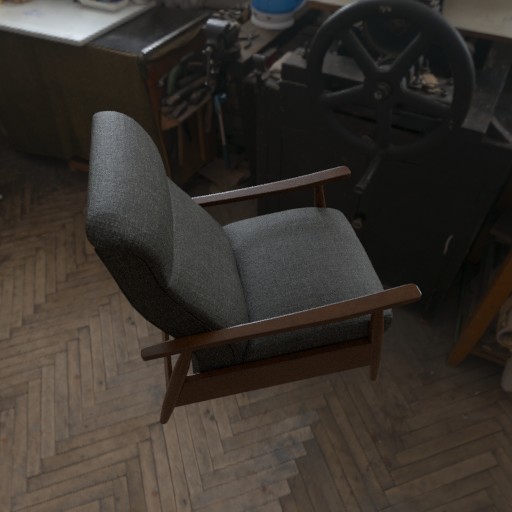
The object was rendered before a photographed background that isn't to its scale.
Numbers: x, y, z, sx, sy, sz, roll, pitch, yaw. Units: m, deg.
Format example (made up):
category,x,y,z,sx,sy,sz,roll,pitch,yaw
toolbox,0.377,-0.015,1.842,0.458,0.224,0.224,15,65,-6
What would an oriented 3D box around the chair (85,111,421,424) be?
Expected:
category,x,y,z,sx,sy,sz,roll,pitch,yaw
chair,0.000,0.000,1.762,1.014,1.082,0.762,-9,48,-8
